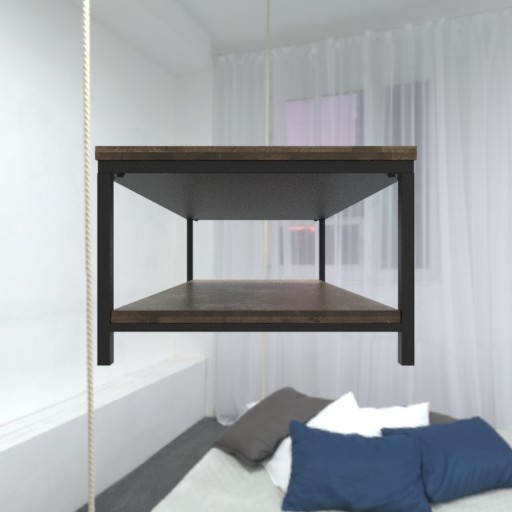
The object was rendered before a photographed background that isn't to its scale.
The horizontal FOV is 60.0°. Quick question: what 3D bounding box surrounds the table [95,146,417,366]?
[{"bbox_3d":[0.000,0.000,1.321,0.574,0.393,1.062,0,0,0],"label":"table"}]
